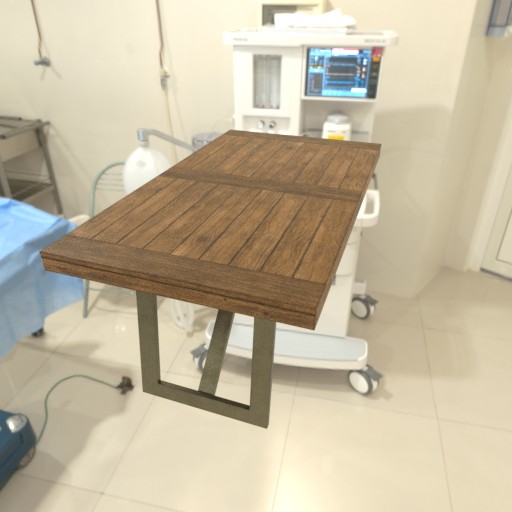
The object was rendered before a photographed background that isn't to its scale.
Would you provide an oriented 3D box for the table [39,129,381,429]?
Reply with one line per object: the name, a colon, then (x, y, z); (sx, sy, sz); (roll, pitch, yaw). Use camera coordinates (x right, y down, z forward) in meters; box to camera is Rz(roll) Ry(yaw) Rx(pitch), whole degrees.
table: (0.000, 0.000, 2.184); (0.931, 0.757, 1.641); (10, 32, 17)
